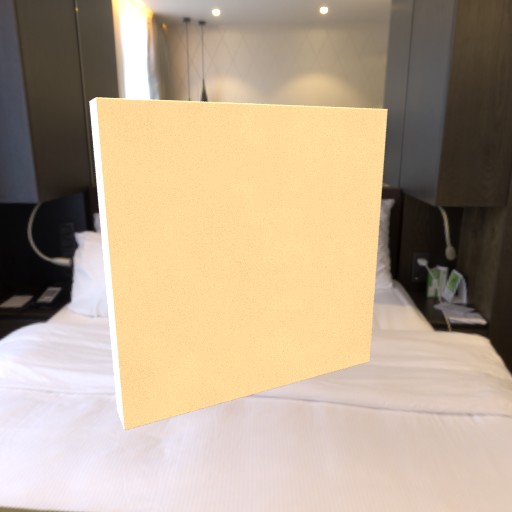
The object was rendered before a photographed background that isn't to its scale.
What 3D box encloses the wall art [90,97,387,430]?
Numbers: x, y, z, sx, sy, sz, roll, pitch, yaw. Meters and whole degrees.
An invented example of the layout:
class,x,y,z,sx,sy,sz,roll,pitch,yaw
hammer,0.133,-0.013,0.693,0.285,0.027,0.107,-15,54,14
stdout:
class,x,y,z,sx,sy,sz,roll,pitch,yaw
wall art,0.000,0.000,0.473,0.305,0.305,0.038,-7,16,-26
